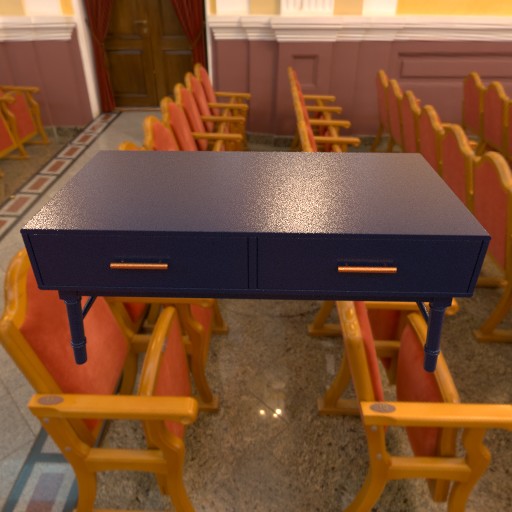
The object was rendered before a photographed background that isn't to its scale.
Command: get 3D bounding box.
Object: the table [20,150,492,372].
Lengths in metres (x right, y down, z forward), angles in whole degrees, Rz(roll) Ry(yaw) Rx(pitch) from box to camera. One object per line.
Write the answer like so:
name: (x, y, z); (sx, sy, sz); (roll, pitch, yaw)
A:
table: (0.000, 0.000, 1.343); (1.067, 0.457, 0.572); (1, 32, 1)
